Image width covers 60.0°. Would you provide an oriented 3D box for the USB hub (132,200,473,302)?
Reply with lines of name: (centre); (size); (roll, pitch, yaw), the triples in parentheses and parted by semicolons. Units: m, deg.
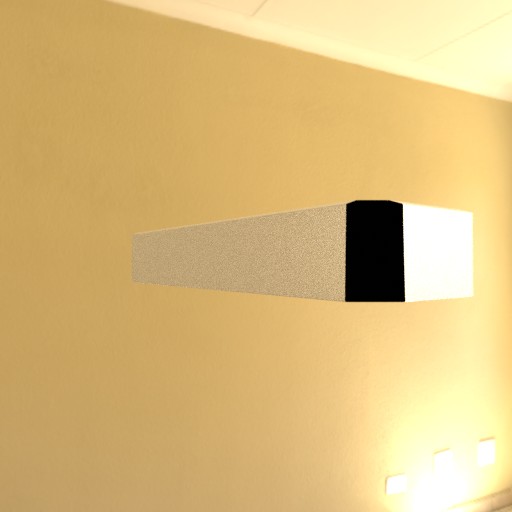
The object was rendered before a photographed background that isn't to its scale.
USB hub: (0.000, 0.000, 0.165); (0.044, 0.023, 0.145); (1, -1, -36)
